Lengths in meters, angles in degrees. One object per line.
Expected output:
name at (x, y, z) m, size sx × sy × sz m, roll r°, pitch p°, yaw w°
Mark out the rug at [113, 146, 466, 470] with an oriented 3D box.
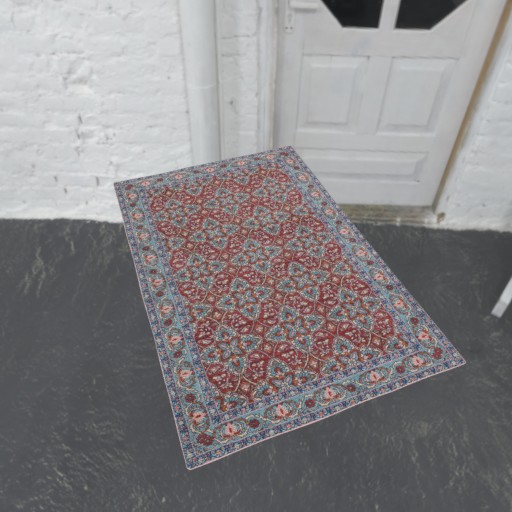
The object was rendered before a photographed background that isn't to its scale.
rug at (0.000, 0.000, 2.327) m, size 1.219 × 0.009 × 1.829 m, roll -15°, pitch 48°, yaw -14°
